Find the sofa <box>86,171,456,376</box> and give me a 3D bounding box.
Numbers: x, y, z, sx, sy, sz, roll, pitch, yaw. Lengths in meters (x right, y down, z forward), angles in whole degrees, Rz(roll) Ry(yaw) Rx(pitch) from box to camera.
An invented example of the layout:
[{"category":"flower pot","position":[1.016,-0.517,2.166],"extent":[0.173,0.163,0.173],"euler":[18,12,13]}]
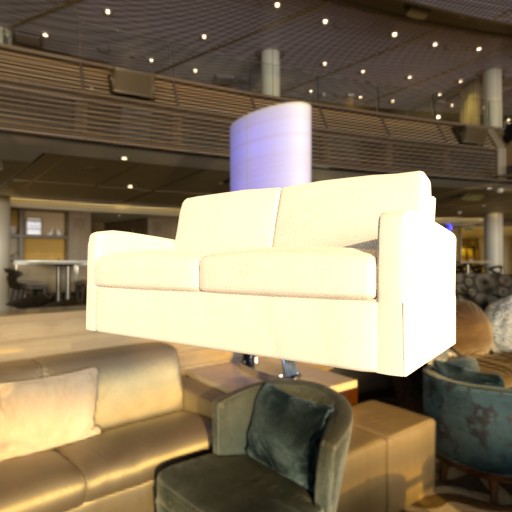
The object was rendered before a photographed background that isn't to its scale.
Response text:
[{"category":"sofa","position":[0.000,0.000,2.330],"extent":[1.808,0.831,0.894],"euler":[-1,-1,36]}]
